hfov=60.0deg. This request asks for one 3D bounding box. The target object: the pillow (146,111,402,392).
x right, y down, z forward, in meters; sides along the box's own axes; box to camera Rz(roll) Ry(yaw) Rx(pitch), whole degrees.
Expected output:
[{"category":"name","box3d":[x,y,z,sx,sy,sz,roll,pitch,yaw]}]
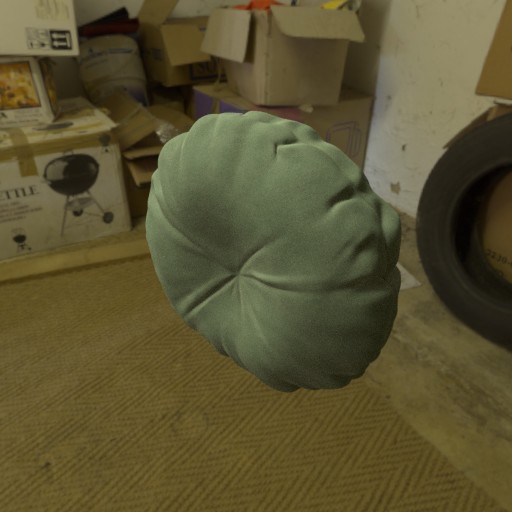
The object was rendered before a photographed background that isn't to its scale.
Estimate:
[{"category":"pillow","box3d":[0.000,0.000,0.647,0.428,0.407,0.148,22,37,32]}]
